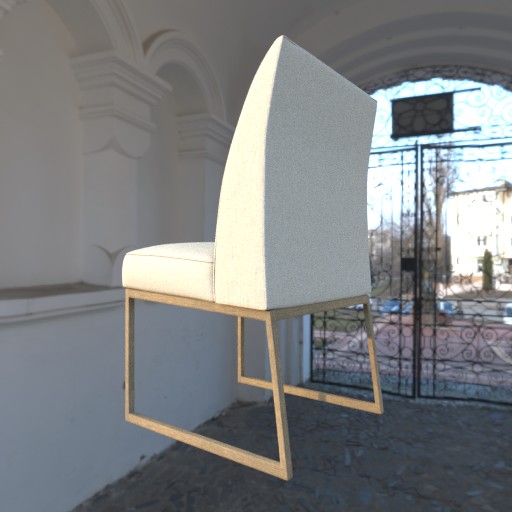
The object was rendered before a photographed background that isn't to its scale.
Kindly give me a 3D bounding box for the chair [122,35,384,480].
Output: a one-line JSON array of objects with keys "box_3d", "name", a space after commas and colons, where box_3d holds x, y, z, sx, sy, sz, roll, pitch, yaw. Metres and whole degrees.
[{"box_3d": [0.000, 0.000, 1.195, 0.522, 0.863, 0.508, 0, 0, 38], "name": "chair"}]
